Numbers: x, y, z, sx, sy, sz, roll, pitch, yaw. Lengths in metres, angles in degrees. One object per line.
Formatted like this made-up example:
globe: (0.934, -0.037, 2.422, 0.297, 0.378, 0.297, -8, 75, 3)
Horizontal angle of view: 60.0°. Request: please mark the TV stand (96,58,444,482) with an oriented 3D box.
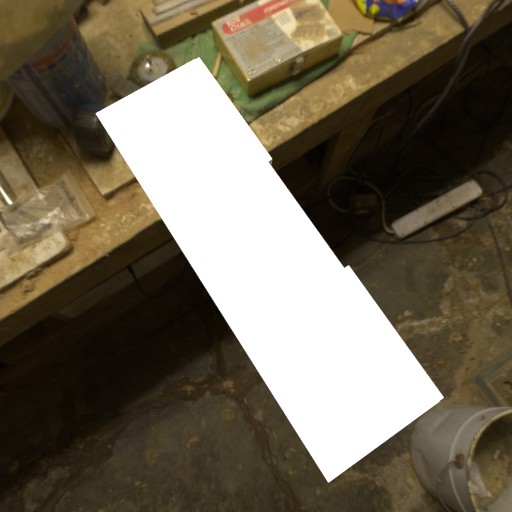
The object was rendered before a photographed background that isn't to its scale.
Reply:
TV stand: (0.000, 0.000, 1.578, 0.420, 0.310, 1.400, -32, 78, -8)
